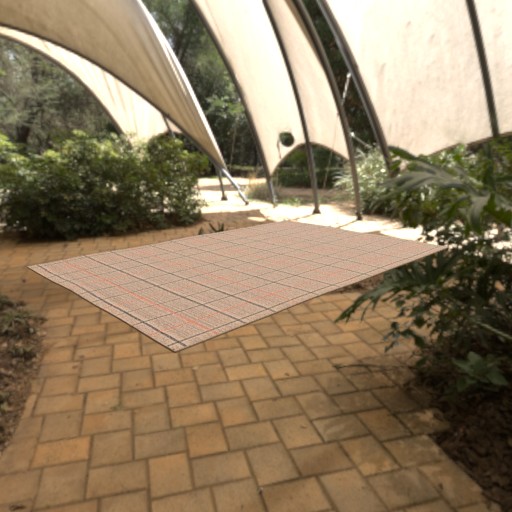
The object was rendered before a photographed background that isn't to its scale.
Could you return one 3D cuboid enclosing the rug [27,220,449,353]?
[{"bbox_3d":[0.000,0.000,2.286,1.829,0.013,1.220,-14,20,-43],"label":"rug"}]
